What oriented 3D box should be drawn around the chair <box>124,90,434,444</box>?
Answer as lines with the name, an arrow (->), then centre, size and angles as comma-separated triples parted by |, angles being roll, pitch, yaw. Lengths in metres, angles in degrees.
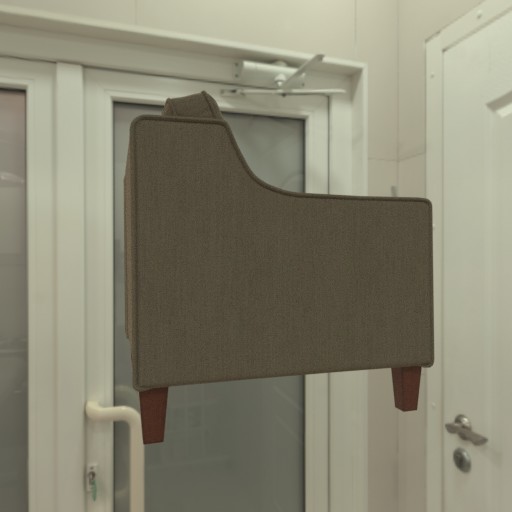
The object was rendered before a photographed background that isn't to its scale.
chair -> 0.000, 0.000, 1.612 | 0.909, 0.960, 0.831 | 0, 0, -18
